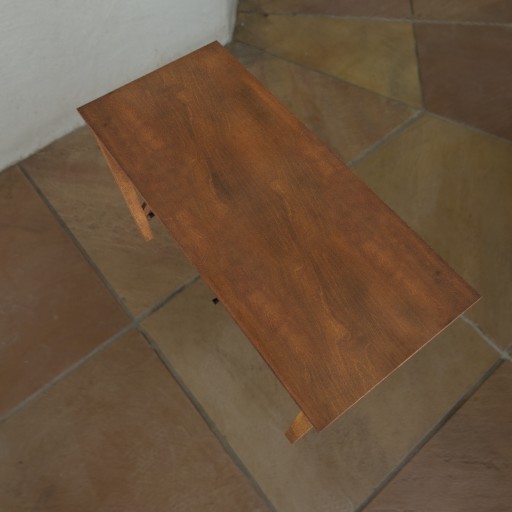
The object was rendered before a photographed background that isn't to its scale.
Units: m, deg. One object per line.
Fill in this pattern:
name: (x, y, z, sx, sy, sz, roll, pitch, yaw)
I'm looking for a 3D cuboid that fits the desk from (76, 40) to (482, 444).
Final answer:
desk: (0.000, 0.000, 1.524, 0.508, 0.762, 1.117, -34, 68, -15)
